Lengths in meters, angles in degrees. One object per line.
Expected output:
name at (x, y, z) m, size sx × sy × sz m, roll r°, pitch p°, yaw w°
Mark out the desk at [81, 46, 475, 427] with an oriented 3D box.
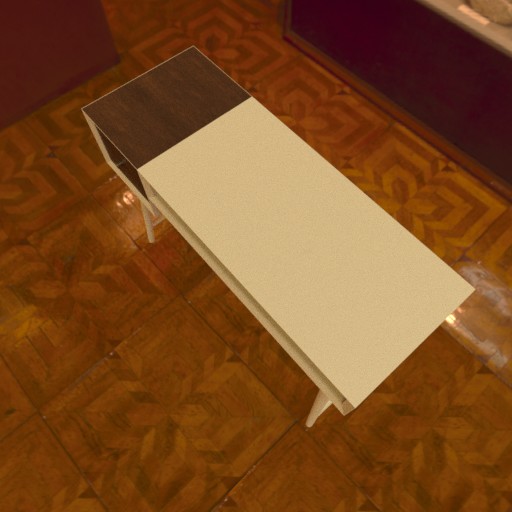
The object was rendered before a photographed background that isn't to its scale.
desk at (0.000, 0.000, 1.476) m, size 0.409 × 0.761 × 1.069 m, roll -38°, pitch 70°, yaw -17°
